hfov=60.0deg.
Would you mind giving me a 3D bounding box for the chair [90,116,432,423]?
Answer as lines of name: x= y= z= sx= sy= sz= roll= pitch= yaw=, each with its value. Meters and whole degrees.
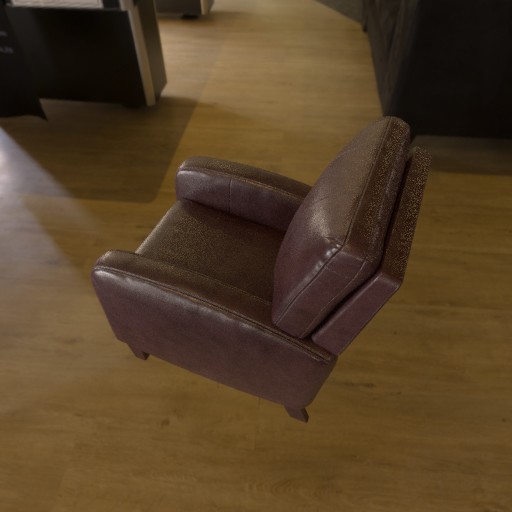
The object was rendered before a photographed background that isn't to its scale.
chair: x=0.000 y=0.000 z=1.659 sx=0.990 sy=0.990 sz=0.762 roll=17 pitch=50 yaw=15
